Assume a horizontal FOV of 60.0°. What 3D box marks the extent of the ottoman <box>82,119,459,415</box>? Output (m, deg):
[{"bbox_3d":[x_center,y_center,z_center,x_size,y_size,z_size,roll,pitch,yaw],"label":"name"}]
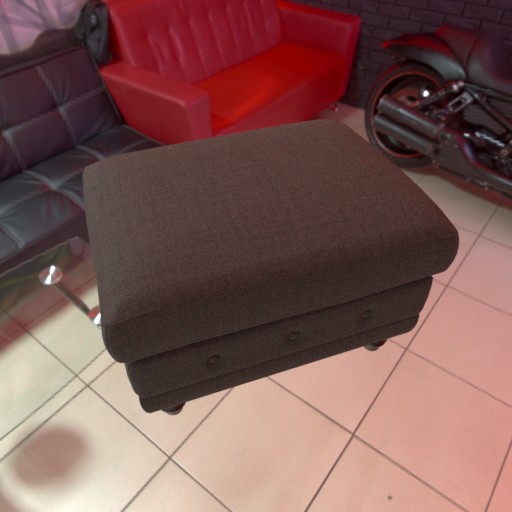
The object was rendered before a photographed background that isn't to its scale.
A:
[{"bbox_3d":[0.000,0.000,1.223,0.809,0.555,0.599,-14,45,-14],"label":"ottoman"}]
